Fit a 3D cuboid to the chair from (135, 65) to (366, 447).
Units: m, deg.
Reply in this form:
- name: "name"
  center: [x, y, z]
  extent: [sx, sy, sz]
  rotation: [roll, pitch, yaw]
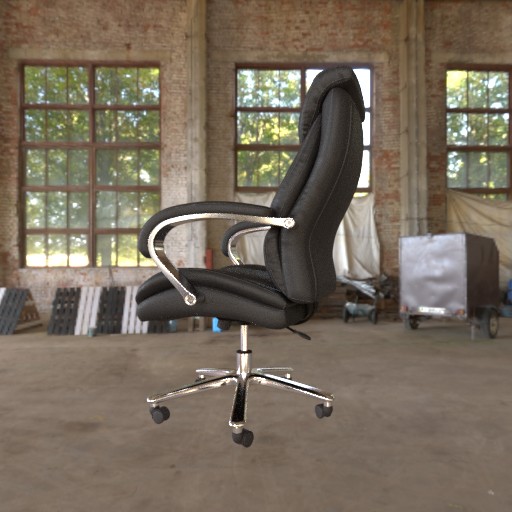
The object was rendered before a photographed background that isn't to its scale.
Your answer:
- name: "chair"
  center: [0.000, 0.000, 1.680]
  extent: [0.790, 1.183, 0.755]
  rotation: [0, 0, 18]
